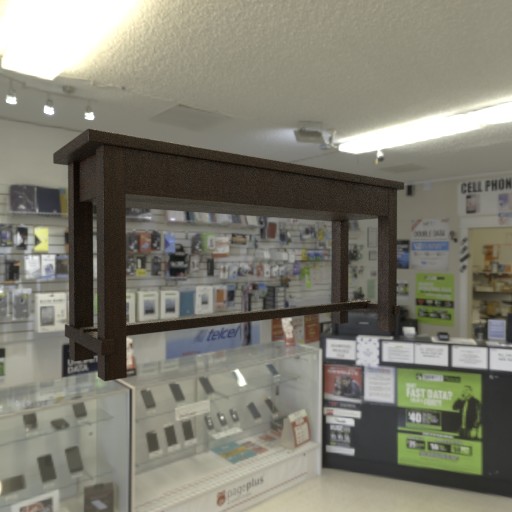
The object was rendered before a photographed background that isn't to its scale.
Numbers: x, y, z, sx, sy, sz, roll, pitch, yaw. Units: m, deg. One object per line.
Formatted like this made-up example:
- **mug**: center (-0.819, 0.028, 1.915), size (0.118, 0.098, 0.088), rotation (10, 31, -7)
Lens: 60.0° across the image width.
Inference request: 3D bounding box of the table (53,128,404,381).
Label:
- **table**: center (0.000, 0.000, 1.975), size (1.599, 0.762, 0.442), rotation (0, 0, -38)
